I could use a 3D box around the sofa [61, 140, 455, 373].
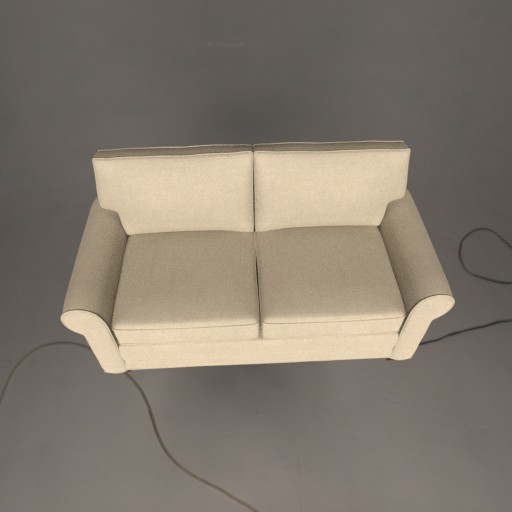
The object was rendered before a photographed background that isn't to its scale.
[{"bbox_3d":[0.000,0.000,2.315,1.774,0.933,0.861,-2,49,-2],"label":"sofa"}]
